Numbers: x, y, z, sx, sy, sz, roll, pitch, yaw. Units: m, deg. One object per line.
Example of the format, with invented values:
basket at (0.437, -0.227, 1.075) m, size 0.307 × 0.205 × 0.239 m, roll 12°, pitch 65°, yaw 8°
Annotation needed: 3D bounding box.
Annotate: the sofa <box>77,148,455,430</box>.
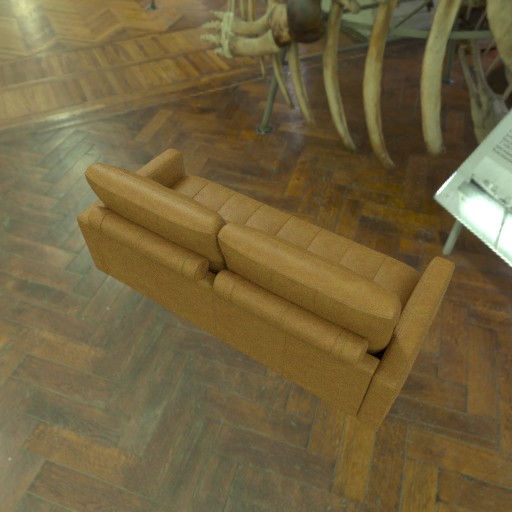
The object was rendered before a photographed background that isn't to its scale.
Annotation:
sofa at (0.000, 0.000, 2.330) m, size 1.821 × 0.898 × 0.850 m, roll 26°, pitch 52°, yaw 22°
